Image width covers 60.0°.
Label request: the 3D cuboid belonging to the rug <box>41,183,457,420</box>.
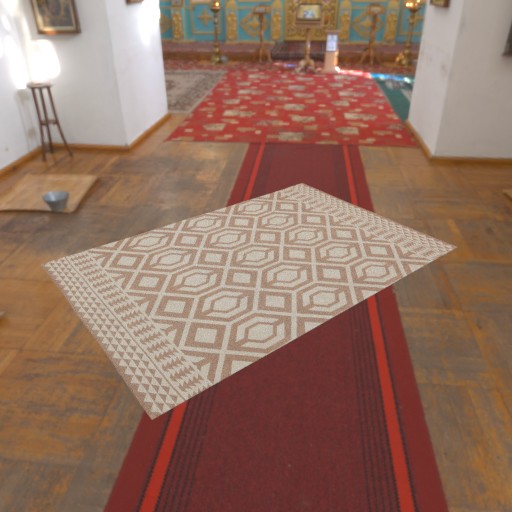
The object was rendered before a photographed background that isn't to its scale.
[{"bbox_3d":[0.000,0.000,2.332,1.829,0.008,1.219,-22,37,-33],"label":"rug"}]
